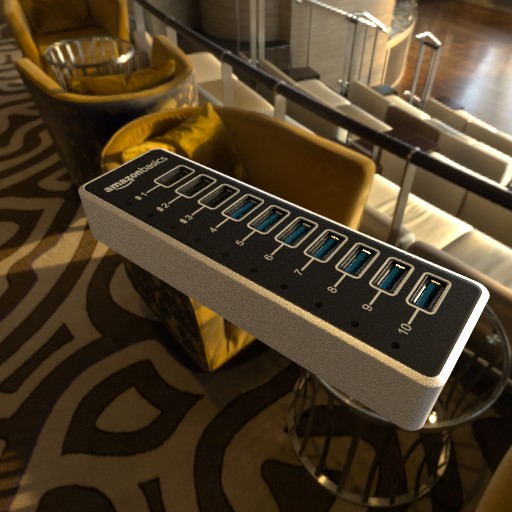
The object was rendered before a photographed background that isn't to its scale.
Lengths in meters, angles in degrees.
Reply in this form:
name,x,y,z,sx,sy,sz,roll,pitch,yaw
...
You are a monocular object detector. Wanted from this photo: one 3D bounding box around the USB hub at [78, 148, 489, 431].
name,x,y,z,sx,sy,sz,roll,pitch,yaw
USB hub,0.000,0.000,0.159,0.145,0.023,0.044,27,49,27
